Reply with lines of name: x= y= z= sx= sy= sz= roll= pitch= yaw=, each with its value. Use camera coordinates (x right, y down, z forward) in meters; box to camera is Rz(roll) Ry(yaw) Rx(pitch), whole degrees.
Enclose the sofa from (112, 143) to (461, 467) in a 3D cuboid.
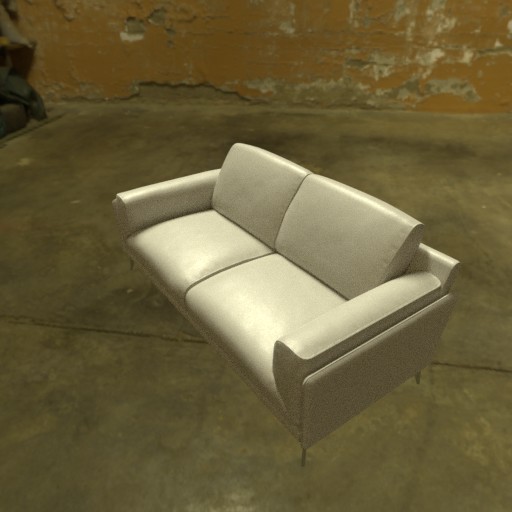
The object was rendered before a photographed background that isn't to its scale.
sofa: x=0.000 y=0.000 z=2.729 sx=1.049 sy=0.930 sz=2.101 roll=-21 pitch=37 yaw=-30
